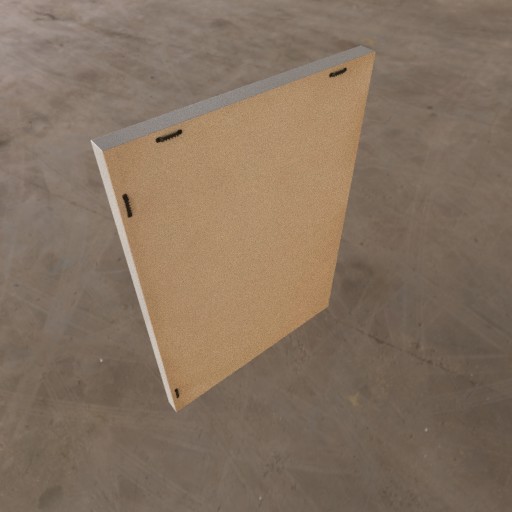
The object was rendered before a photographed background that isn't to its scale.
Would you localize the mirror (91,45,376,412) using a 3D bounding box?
[{"bbox_3d":[0.000,0.000,0.916,0.507,0.710,0.039,-30,52,-26],"label":"mirror"}]
